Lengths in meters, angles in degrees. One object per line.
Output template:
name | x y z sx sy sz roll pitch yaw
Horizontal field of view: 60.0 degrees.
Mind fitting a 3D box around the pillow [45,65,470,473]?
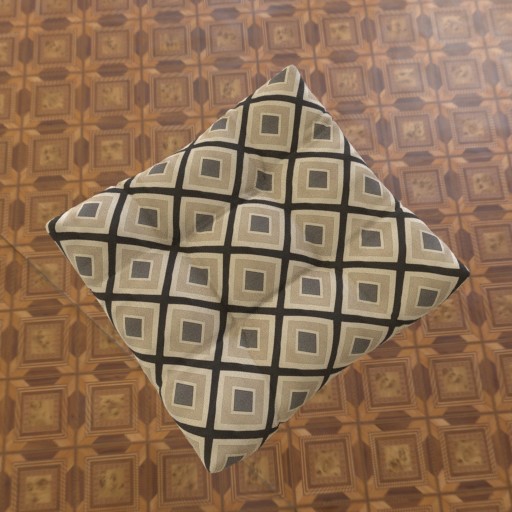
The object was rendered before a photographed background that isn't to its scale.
pillow | 0.000 0.000 0.713 0.490 0.128 0.468 -36 79 -8
